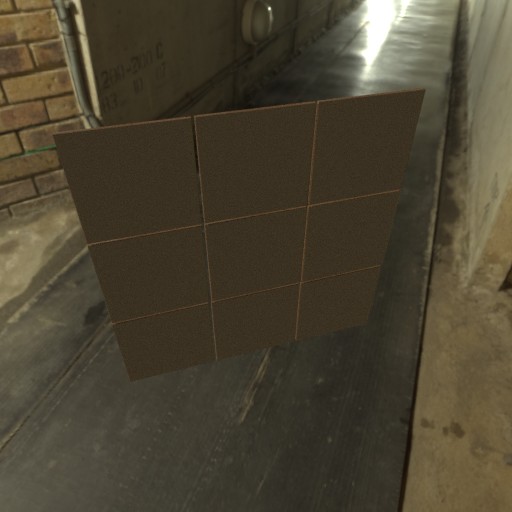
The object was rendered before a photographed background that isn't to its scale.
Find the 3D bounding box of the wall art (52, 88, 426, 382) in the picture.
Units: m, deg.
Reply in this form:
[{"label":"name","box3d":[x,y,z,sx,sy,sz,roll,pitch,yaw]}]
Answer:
[{"label":"wall art","box3d":[0.000,0.000,1.350,0.919,0.917,0.010,-11,42,-13]}]
